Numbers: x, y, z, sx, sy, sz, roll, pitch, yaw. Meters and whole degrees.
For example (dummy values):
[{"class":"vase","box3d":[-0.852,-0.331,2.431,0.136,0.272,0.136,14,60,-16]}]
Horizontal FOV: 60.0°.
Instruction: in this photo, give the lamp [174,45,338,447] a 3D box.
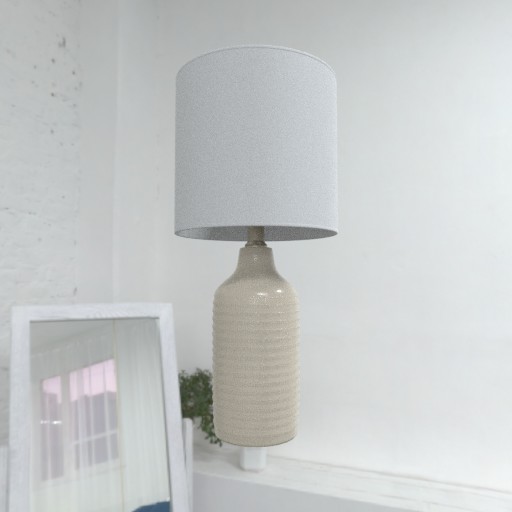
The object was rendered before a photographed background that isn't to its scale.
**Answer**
[{"class":"lamp","box3d":[0.000,0.000,0.607,0.220,0.475,0.220,0,-3,-2]}]
